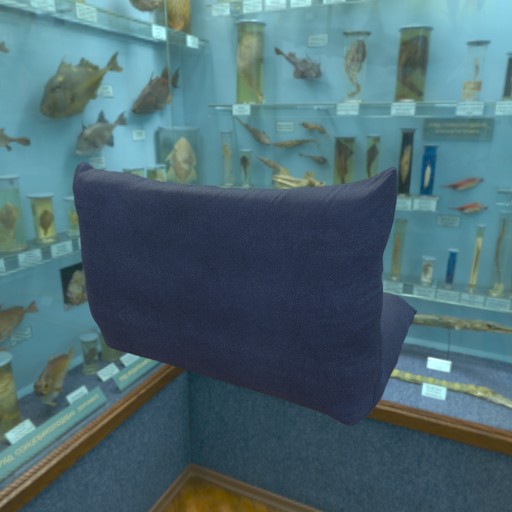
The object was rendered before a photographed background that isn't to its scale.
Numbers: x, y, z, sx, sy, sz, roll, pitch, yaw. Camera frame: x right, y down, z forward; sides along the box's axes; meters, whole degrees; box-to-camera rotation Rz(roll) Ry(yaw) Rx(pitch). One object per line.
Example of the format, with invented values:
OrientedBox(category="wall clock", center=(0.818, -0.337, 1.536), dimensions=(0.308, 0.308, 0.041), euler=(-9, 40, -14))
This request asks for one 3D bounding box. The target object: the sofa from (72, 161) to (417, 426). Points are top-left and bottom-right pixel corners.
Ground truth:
OrientedBox(category="sofa", center=(0.000, 0.000, 1.711), dimensions=(1.122, 0.778, 0.849), euler=(9, 19, 26))
